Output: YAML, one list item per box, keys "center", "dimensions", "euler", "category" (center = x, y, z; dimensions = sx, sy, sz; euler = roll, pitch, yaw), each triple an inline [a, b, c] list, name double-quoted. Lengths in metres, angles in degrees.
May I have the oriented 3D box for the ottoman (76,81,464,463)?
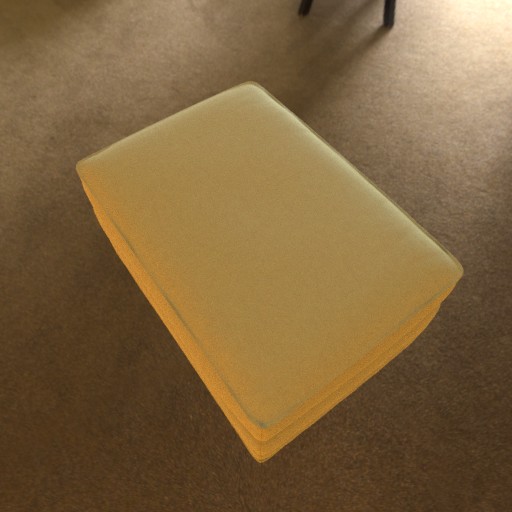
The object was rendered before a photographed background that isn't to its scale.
- center: [0.000, 0.000, 1.230]
  dimensions: [0.611, 0.482, 0.848]
  euler: [-32, 64, -18]
  category: "ottoman"
